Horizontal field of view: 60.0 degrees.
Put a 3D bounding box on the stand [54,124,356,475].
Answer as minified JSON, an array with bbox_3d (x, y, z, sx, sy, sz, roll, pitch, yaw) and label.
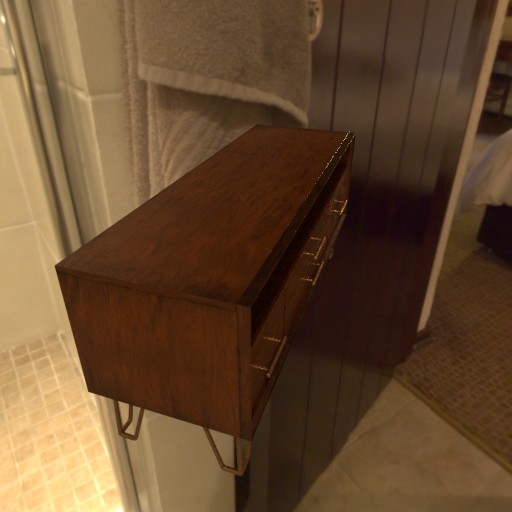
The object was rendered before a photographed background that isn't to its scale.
[{"bbox_3d":[0.000,0.000,1.639,0.481,0.610,1.372,10,32,17],"label":"stand"}]
